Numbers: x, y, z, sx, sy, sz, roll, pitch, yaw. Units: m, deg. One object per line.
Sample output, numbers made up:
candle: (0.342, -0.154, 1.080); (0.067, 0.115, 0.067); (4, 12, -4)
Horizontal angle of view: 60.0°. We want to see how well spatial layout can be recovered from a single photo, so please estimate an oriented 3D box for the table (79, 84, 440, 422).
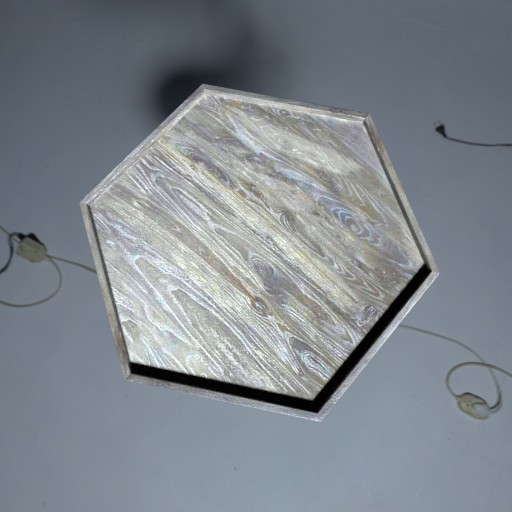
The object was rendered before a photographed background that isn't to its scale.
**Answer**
table: (0.000, 0.000, 1.578); (1.115, 0.488, 0.966); (11, 76, 3)
